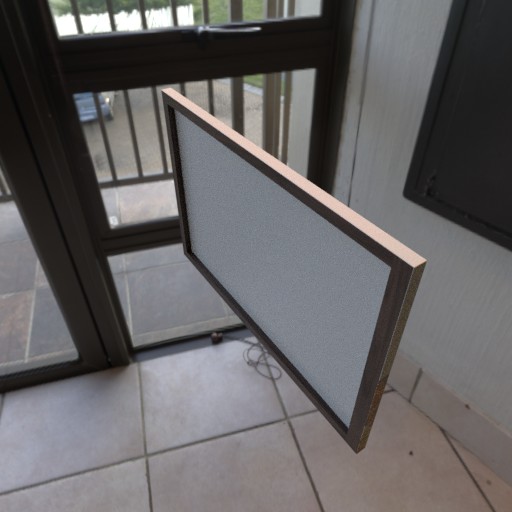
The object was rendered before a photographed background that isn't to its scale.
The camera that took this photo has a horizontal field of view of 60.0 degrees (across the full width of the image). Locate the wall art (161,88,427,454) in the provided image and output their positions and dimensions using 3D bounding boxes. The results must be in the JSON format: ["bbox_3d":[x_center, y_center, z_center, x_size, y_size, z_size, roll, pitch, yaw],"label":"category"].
[{"bbox_3d":[0.000,0.000,1.954,0.051,1.016,1.520,-24,46,-25],"label":"wall art"}]
